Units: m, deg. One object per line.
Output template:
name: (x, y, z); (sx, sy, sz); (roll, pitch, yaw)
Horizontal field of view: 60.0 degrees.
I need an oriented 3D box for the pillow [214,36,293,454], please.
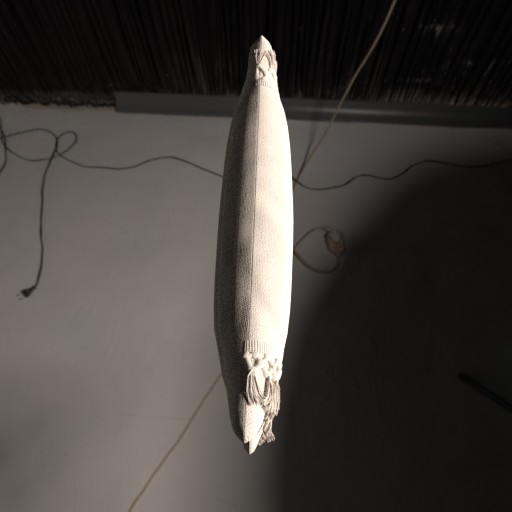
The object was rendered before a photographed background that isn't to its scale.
pillow: (0.000, 0.000, 0.577); (0.084, 0.305, 0.466); (2, 64, 1)
